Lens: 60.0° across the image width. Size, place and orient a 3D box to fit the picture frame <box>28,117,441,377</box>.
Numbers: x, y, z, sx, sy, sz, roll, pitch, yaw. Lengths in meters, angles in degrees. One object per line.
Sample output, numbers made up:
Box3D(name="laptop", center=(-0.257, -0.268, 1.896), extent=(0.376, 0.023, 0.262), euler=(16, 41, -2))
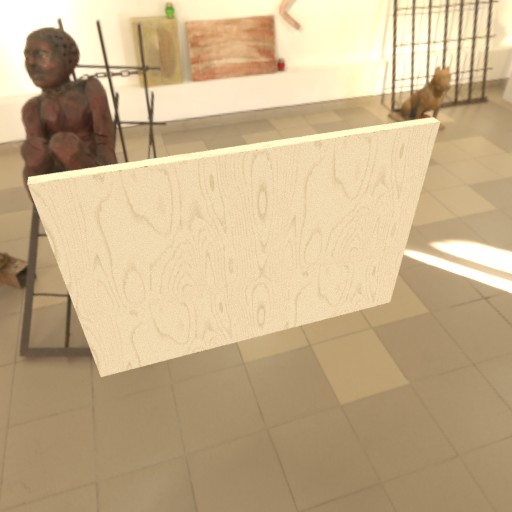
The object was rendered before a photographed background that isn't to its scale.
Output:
Box3D(name="picture frame", center=(0.000, 0.000, 1.197), extent=(0.950, 0.640, 0.029), euler=(-12, 42, -14))
